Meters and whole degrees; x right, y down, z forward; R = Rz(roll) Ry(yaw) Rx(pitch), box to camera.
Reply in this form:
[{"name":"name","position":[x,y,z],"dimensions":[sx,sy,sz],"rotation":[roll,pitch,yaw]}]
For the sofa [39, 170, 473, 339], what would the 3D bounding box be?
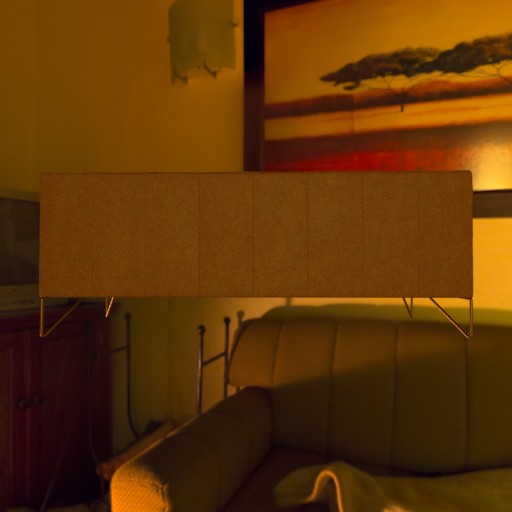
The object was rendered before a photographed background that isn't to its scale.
[{"name":"sofa","position":[0.000,0.000,2.534],"dimensions":[2.079,0.798,0.912],"rotation":[0,-1,2]}]
